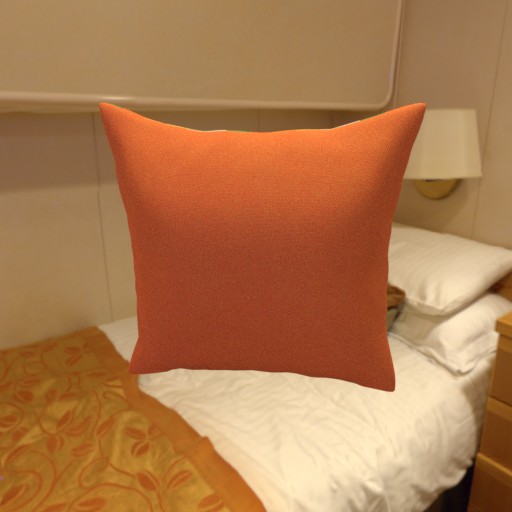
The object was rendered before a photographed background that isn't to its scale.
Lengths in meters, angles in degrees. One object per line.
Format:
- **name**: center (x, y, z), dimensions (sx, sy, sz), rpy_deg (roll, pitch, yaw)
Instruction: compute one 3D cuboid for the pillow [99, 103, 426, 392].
- **pillow**: center (0.000, 0.000, 0.677), dimensions (0.453, 0.444, 0.169), rpy_deg (2, 18, 6)
